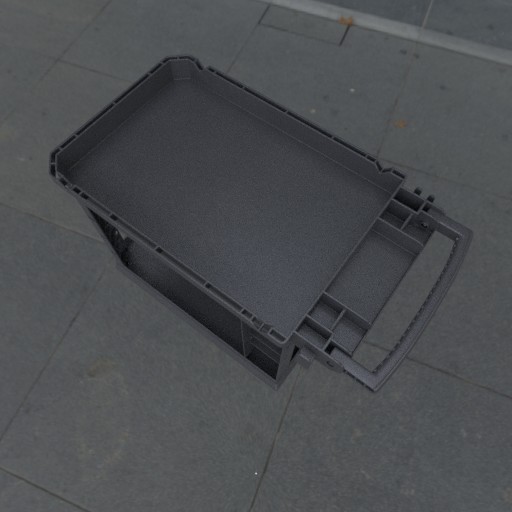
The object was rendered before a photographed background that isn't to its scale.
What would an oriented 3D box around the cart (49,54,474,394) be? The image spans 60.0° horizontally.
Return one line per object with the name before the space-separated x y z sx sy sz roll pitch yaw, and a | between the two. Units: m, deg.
cart | 0.000 0.000 1.749 1.239 0.884 0.674 34 69 15
